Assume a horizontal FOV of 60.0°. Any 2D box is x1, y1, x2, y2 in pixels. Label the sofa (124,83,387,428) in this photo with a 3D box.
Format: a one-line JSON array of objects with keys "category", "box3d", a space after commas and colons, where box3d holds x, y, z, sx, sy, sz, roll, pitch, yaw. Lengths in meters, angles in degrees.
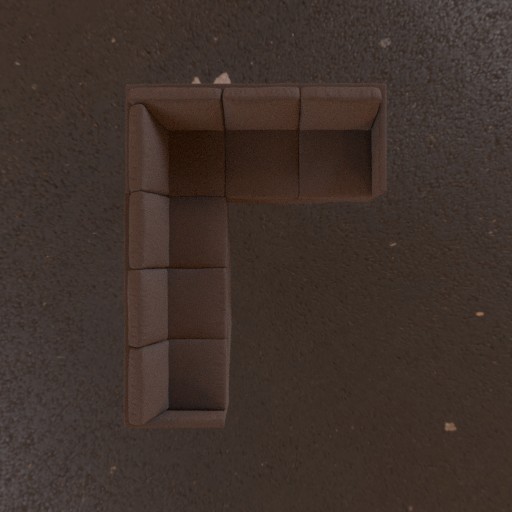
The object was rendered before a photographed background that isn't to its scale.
[{"category": "sofa", "box3d": [0.000, 0.000, 4.316, 2.432, 0.871, 3.182, 0, 90, 0]}]
